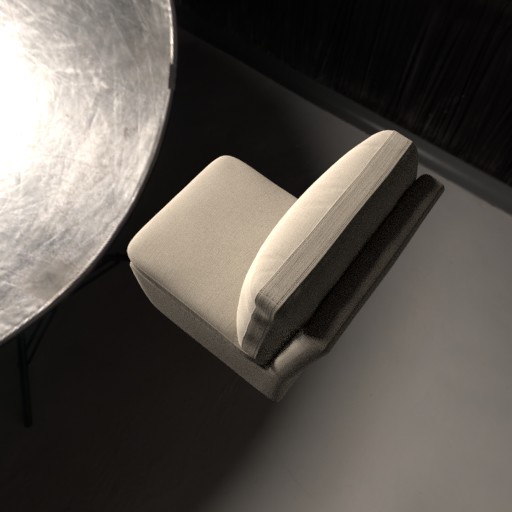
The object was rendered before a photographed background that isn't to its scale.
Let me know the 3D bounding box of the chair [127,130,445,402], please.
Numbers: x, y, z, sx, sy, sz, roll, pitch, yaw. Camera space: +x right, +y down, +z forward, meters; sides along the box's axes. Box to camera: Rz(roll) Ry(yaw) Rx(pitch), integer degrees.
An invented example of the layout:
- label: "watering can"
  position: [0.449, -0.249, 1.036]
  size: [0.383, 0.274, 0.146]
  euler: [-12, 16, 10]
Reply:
- label: "chair"
  position: [0.000, 0.000, 1.325]
  size: [0.698, 0.927, 0.503]
  euler: [35, 68, 16]
